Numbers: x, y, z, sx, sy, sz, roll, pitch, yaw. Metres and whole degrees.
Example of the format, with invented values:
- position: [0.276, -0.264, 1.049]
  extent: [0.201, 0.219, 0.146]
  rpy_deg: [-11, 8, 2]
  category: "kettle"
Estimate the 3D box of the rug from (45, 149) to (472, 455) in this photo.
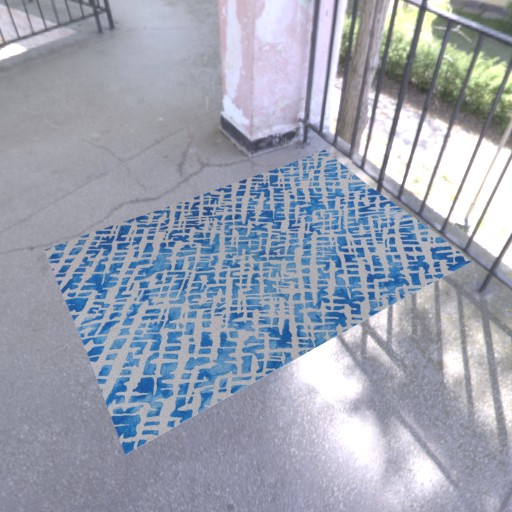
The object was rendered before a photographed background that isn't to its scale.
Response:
- position: [0.000, 0.000, 2.273]
  extent: [1.830, 0.011, 1.209]
  rpy_deg: [-24, 50, -21]
  category: "rug"
